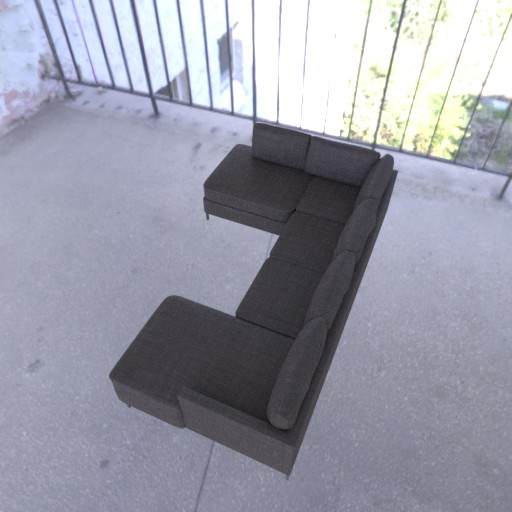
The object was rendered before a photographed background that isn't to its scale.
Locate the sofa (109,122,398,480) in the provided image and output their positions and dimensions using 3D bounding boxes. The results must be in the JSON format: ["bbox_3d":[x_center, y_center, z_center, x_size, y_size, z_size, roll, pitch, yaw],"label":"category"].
[{"bbox_3d":[0.000,0.000,4.420,2.048,0.999,3.423,18,50,16],"label":"sofa"}]
